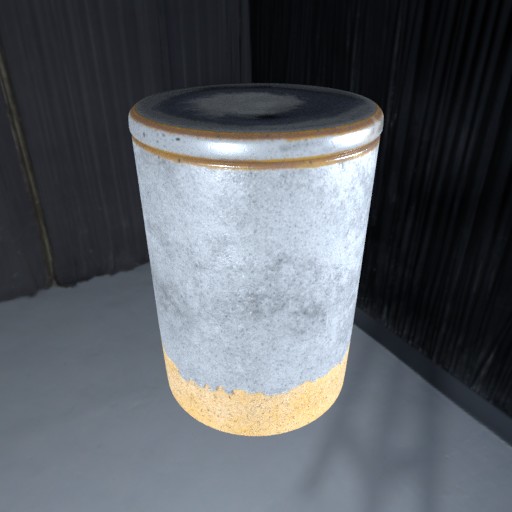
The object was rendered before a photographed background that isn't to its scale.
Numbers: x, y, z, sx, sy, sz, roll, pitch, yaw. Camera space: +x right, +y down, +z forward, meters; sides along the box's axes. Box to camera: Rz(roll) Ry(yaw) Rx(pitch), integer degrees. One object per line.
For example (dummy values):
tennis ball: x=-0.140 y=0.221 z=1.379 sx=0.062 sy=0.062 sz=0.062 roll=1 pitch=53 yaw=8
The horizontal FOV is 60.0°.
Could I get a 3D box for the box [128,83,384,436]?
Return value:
box: x=0.000 y=0.000 z=0.250 sx=0.118 sy=0.168 sz=0.118 roll=0 pitch=30 yaw=0
